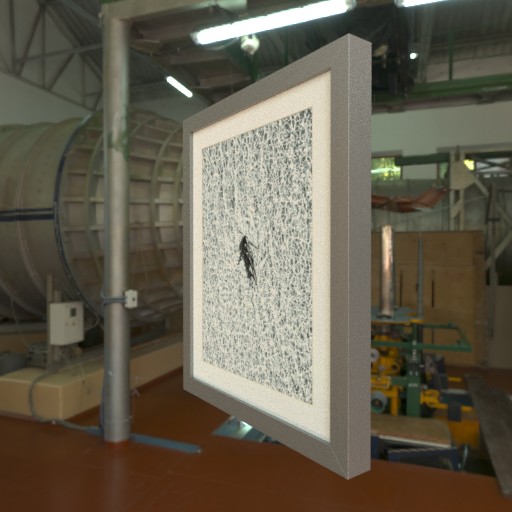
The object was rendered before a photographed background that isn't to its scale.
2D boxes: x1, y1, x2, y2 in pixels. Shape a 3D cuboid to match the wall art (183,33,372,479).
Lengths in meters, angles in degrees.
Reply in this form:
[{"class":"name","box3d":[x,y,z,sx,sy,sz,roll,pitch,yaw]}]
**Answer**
[{"class":"wall art","box3d":[0.000,0.000,0.509,0.030,0.379,0.308,0,1,-36]}]
